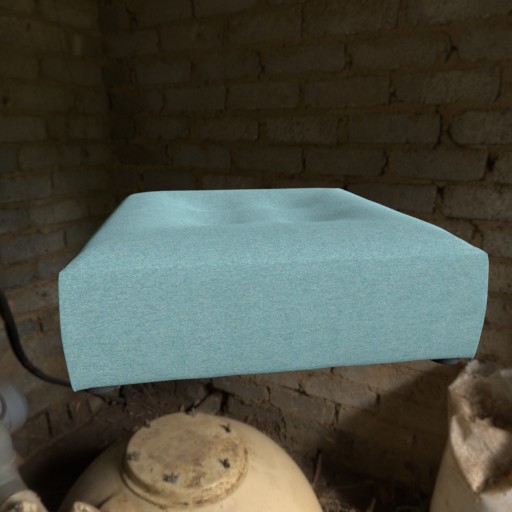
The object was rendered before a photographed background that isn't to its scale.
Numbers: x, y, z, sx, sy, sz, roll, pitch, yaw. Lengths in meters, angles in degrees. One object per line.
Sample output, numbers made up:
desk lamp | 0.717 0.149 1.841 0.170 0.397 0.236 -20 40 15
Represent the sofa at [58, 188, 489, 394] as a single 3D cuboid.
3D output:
sofa | 0.000 0.000 1.391 0.930 0.330 0.930 -2 16 -8
